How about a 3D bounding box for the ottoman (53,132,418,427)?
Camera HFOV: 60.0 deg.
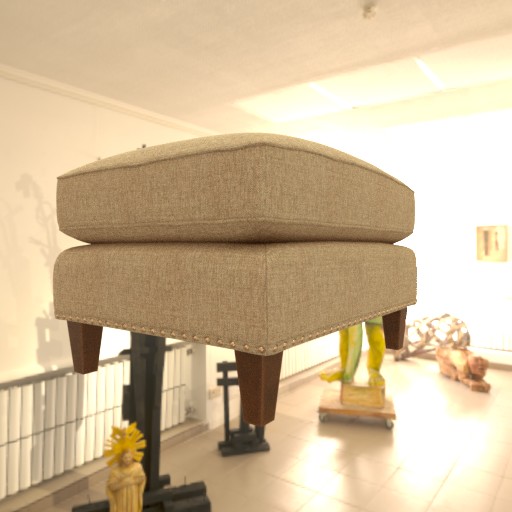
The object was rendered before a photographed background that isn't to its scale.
[{"bbox_3d":[0.000,0.000,1.100,0.584,0.513,0.741,1,1,36],"label":"ottoman"}]
